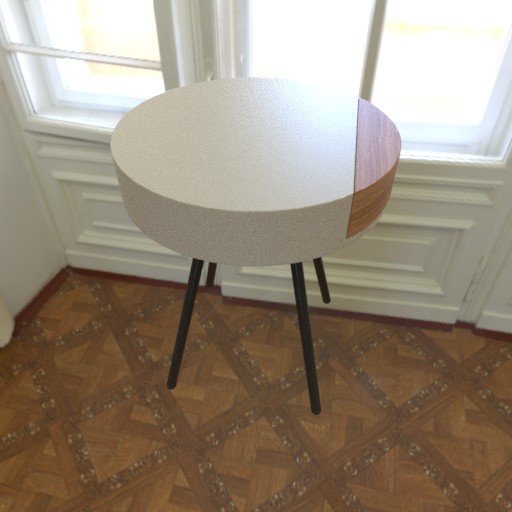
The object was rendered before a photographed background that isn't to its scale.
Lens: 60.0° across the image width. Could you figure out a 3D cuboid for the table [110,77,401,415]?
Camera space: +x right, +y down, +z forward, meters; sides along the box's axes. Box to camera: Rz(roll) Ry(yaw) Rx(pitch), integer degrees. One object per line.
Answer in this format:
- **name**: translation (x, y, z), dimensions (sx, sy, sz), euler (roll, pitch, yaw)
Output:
- **table**: translation (0.000, 0.000, 0.853), dimensions (0.450, 0.525, 0.450), euler (0, 42, 0)
